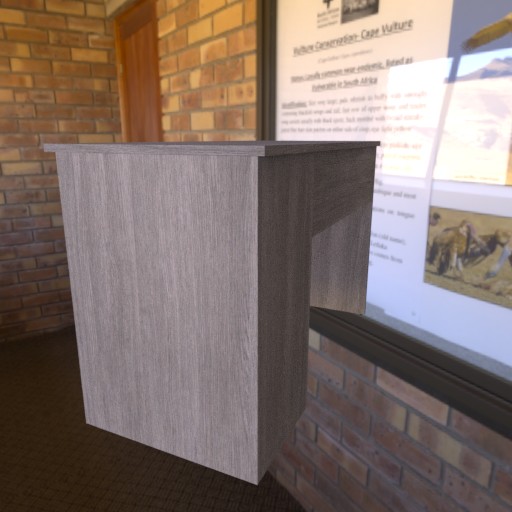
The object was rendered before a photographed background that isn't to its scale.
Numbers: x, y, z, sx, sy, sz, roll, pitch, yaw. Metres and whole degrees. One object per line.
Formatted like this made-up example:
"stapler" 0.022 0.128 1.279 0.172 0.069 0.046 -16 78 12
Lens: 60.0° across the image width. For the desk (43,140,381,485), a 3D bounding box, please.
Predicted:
"desk" 0.000 0.000 1.475 0.560 0.735 1.097 7 17 25
